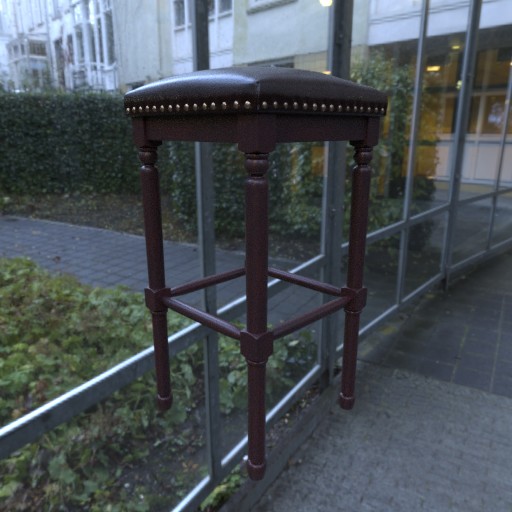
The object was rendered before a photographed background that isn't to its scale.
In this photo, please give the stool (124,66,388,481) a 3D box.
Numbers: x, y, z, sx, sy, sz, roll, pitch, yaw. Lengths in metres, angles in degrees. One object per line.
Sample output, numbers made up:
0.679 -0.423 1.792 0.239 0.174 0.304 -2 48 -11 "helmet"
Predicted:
0.000 0.000 0.980 0.383 0.768 0.382 15 22 43 "stool"
